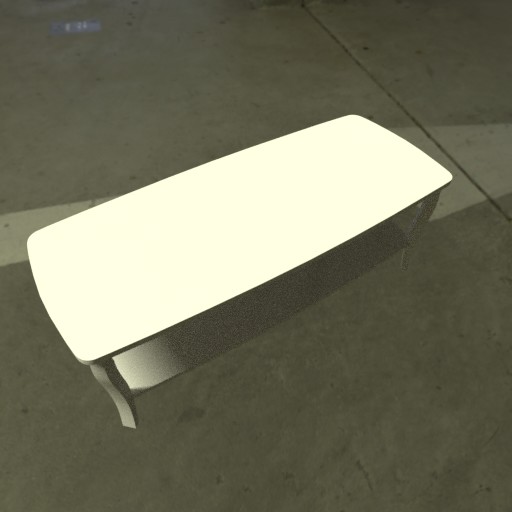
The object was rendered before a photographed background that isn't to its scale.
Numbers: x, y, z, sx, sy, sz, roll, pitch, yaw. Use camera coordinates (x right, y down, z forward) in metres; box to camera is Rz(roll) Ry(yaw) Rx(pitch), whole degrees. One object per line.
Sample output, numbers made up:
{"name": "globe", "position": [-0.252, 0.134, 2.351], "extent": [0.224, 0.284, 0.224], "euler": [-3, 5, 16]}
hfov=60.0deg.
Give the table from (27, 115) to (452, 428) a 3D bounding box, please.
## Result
{"name": "table", "position": [0.000, 0.000, 1.568], "extent": [1.334, 0.474, 0.561], "euler": [-26, 52, -22]}
